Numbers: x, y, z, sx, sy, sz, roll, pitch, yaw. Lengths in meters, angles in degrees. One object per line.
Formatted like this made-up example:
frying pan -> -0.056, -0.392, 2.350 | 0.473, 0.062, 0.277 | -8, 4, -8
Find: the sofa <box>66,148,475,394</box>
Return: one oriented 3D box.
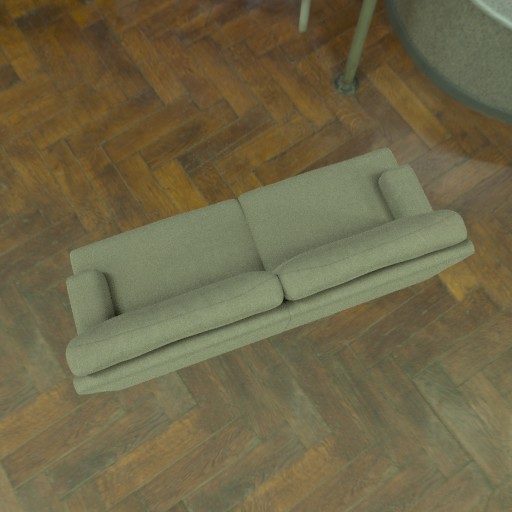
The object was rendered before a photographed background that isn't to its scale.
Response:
sofa -> 0.000, 0.000, 2.834 | 2.354, 0.980, 0.962 | -19, 75, -5
